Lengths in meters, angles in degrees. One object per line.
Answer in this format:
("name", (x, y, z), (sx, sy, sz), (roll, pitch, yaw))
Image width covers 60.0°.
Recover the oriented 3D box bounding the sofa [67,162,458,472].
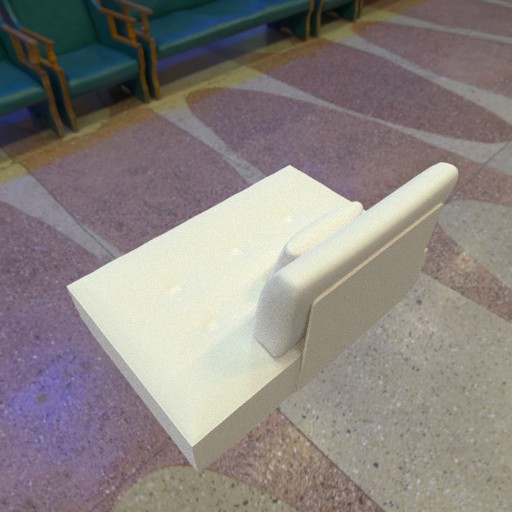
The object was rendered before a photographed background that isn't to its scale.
("sofa", (0.000, 0.000, 2.044), (1.450, 0.820, 1.000), (-33, 54, -28))
